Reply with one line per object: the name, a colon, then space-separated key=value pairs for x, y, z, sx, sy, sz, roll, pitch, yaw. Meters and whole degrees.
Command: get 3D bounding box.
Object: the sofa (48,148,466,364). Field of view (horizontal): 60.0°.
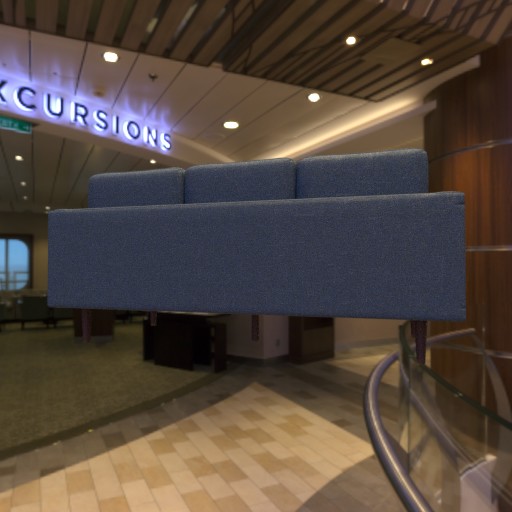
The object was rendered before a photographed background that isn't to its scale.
sofa: x=0.000 y=0.000 z=2.479 sx=2.013 sy=0.945 sz=0.935 roll=0 pitch=-1 yaw=18
